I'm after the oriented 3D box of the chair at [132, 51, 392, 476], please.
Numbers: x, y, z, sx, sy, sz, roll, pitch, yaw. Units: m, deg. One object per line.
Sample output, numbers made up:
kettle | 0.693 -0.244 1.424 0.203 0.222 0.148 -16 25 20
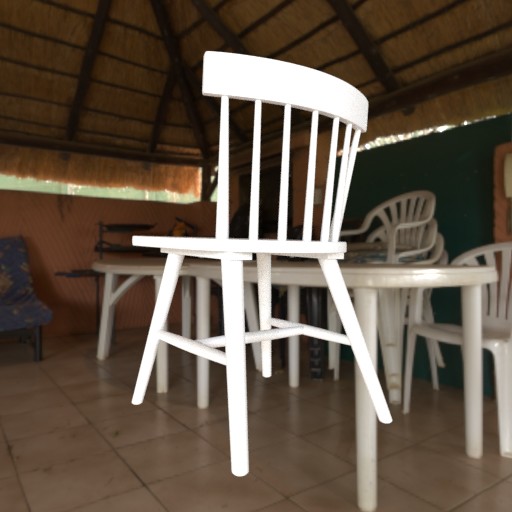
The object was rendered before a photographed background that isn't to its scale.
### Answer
chair | 0.000 0.000 1.114 0.483 0.787 0.500 0 0 -36
